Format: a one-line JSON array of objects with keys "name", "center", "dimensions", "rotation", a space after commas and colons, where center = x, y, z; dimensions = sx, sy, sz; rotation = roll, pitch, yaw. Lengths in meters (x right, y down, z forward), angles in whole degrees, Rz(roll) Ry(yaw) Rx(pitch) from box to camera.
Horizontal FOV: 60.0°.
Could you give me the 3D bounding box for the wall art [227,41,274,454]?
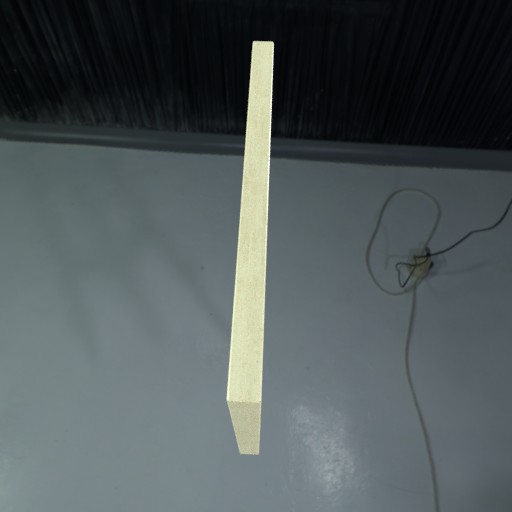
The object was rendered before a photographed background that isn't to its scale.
[{"name": "wall art", "center": [0.000, 0.000, 0.702], "dimensions": [0.032, 0.381, 0.533], "rotation": [2, 59, 1]}]
